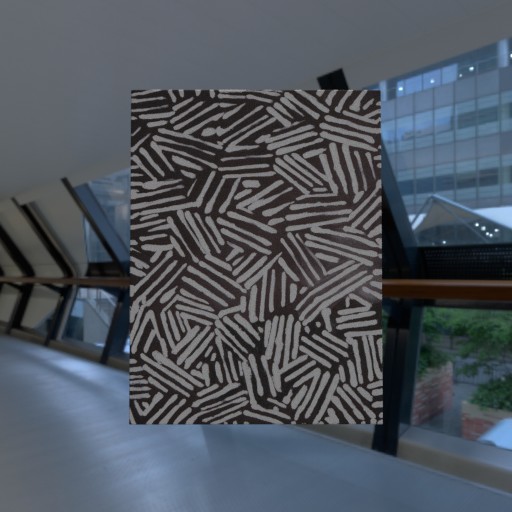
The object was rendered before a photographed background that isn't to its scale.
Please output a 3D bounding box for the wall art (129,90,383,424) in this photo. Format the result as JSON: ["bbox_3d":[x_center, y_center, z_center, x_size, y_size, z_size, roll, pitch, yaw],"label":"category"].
[{"bbox_3d":[0.000,0.000,1.363,0.765,1.017,0.038,0,-1,0],"label":"wall art"}]
